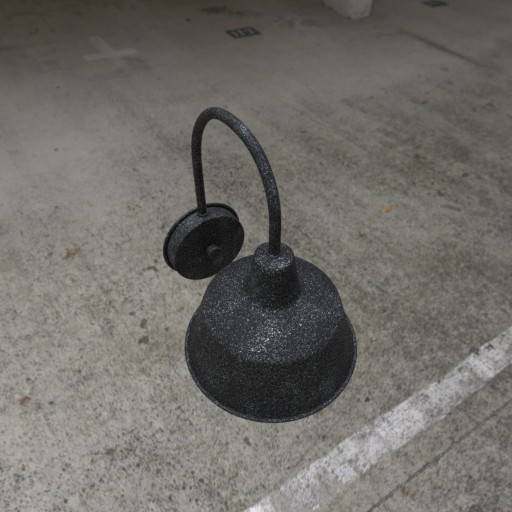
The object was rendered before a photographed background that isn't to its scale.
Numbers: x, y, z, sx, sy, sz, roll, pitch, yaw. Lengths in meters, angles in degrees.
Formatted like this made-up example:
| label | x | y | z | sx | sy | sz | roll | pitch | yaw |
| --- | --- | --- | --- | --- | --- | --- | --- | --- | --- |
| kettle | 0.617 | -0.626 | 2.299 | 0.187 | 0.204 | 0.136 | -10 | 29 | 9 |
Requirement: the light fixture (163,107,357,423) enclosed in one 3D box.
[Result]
| label | x | y | z | sx | sy | sz | roll | pitch | yaw |
| --- | --- | --- | --- | --- | --- | --- | --- | --- | --- |
| light fixture | 0.000 | 0.000 | 0.491 | 0.216 | 0.300 | 0.283 | -25 | 51 | -22 |
